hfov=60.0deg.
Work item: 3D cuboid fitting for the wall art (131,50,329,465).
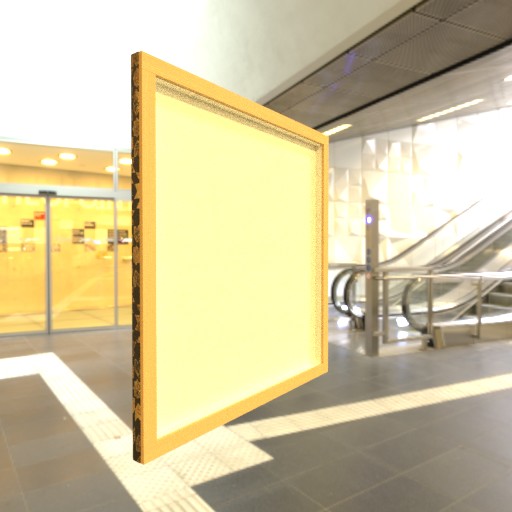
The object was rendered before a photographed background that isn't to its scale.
[{"bbox_3d":[0.000,0.000,1.356,0.038,0.914,0.914,1,1,35],"label":"wall art"}]
